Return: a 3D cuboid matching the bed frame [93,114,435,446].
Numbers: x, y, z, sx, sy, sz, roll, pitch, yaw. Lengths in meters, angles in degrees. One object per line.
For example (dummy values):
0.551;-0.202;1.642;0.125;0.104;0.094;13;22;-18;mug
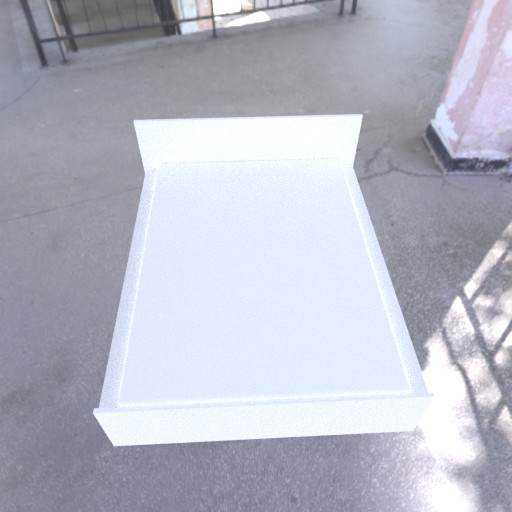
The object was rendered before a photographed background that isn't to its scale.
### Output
0.000;0.000;2.776;1.622;0.800;1.960;-2;47;-2;bed frame
